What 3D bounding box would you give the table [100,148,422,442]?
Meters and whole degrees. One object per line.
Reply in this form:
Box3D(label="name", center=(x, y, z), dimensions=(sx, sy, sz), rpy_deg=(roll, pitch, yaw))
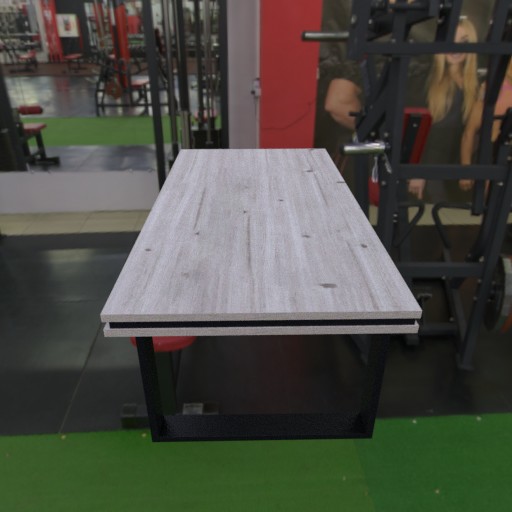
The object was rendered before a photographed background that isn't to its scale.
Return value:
Box3D(label="table", center=(0.000, 0.000, 1.663), dimensions=(0.700, 0.450, 1.350), rpy_deg=(-1, 28, -1))
